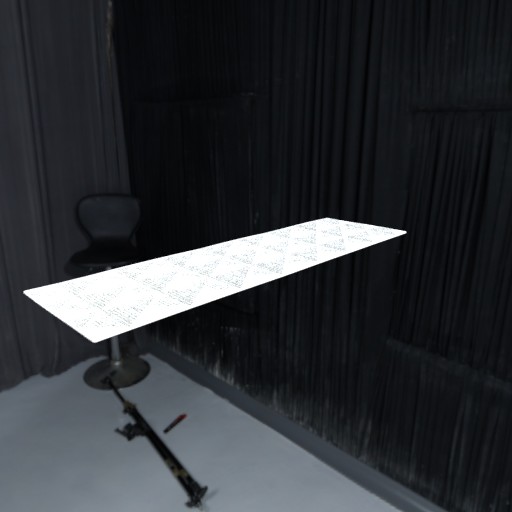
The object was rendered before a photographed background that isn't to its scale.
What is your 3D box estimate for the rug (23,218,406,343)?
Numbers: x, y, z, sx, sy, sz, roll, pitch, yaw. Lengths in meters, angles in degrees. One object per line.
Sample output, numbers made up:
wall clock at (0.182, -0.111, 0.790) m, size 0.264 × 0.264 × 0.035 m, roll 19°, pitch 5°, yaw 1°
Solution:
rug at (0.000, 0.000, 2.415) m, size 0.645 × 0.015 × 2.182 m, roll 16°, pitch 23°, yaw 43°
